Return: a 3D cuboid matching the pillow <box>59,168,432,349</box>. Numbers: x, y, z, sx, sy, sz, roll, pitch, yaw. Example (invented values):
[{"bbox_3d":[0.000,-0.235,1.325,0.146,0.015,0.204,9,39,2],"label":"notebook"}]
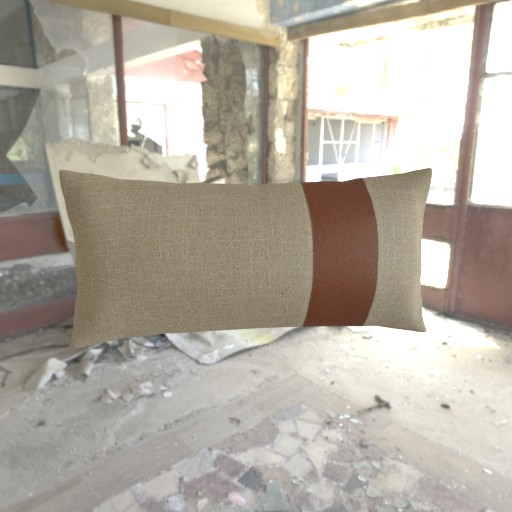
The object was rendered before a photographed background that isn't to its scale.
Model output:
[{"bbox_3d":[0.000,0.000,0.735,0.612,0.282,0.155,-2,14,-6],"label":"pillow"}]
